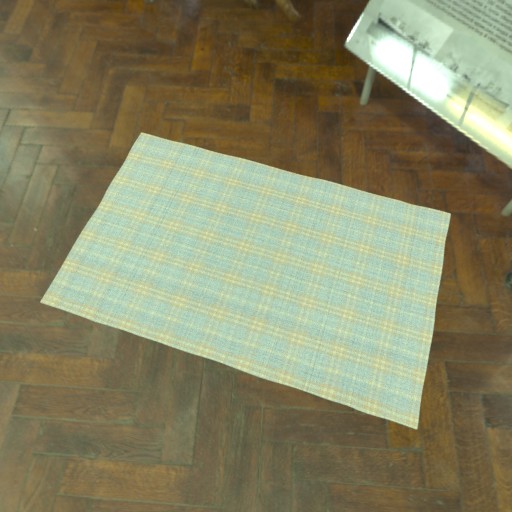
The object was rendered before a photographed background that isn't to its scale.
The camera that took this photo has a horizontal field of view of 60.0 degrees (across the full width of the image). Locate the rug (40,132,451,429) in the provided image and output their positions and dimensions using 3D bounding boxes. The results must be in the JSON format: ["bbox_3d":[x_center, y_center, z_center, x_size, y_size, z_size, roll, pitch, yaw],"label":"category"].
[{"bbox_3d":[0.000,0.000,3.041,2.460,0.016,1.545,16,64,8],"label":"rug"}]
